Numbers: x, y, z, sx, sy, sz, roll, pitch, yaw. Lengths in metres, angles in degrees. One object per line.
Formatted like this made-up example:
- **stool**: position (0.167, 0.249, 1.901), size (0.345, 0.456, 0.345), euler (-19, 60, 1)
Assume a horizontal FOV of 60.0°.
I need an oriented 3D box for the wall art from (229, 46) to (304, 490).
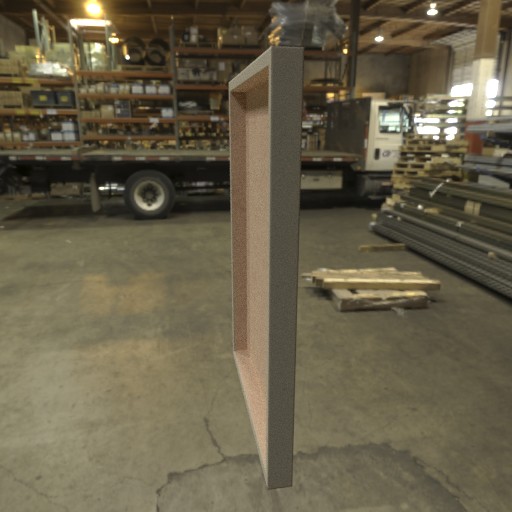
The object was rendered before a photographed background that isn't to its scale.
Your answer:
- **wall art**: position (0.000, 0.000, 0.781), size (0.038, 0.608, 0.418), euler (-3, 16, -10)
